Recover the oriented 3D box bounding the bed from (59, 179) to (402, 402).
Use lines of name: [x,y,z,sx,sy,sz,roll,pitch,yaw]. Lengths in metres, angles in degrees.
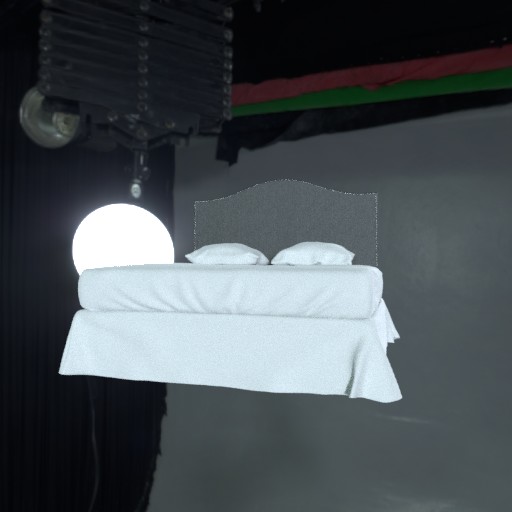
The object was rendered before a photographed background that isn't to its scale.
bed: [0.000,0.000,3.698,2.314,1.651,2.219,0,-1,17]
